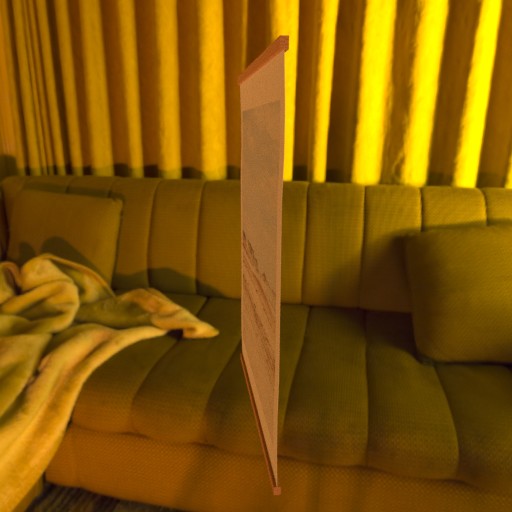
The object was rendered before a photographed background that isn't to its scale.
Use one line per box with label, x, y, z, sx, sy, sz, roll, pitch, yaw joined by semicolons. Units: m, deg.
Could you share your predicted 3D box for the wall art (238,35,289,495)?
wall art;0.000;0.000;1.883;0.025;1.521;1.011;-2;16;-8
